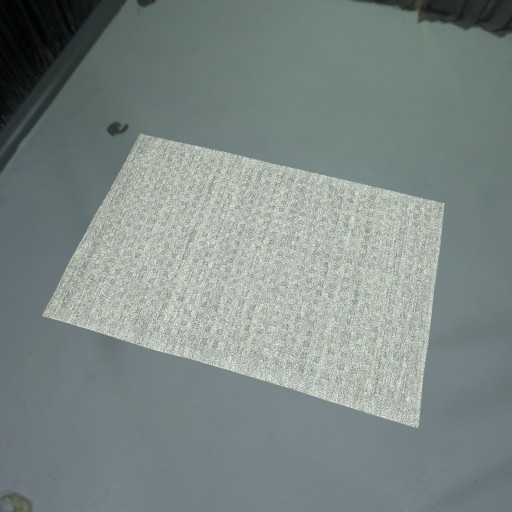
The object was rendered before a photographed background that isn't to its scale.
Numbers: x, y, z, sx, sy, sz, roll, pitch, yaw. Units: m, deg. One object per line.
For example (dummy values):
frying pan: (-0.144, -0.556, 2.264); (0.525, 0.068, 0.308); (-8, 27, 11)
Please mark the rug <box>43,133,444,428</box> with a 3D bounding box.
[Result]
rug: (0.000, 0.000, 2.905); (2.297, 0.018, 1.532); (15, 64, 7)
